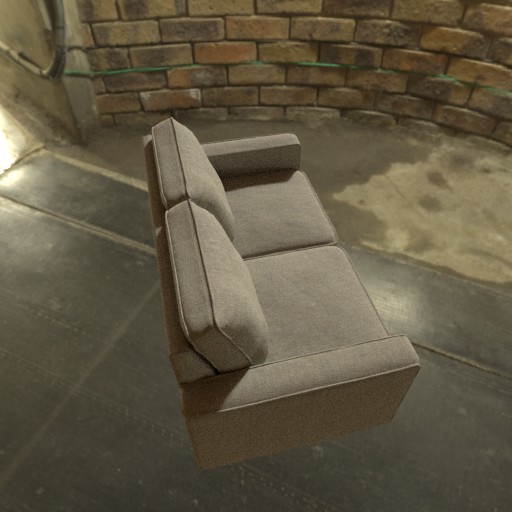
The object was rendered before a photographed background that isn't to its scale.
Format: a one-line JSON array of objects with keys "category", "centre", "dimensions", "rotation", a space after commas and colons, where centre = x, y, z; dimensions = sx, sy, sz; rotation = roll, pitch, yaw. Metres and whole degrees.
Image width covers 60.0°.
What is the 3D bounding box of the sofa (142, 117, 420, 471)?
[{"category": "sofa", "centre": [0.000, 0.000, 2.281], "dimensions": [0.945, 0.915, 1.706], "rotation": [-10, 48, -9]}]
